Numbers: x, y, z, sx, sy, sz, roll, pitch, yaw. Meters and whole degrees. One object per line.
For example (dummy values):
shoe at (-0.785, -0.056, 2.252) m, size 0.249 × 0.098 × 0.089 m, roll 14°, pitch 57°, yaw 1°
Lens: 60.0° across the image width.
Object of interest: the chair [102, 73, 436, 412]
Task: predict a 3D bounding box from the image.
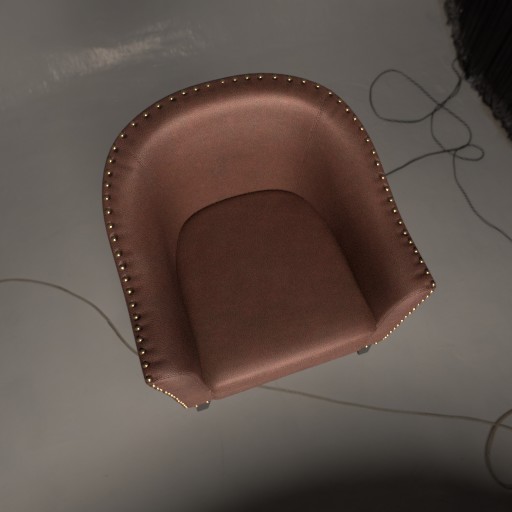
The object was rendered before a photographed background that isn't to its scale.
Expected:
chair at (0.000, 0.000, 1.445) m, size 0.794 × 0.823 × 0.748 m, roll -17°, pitch 65°, yaw -8°
